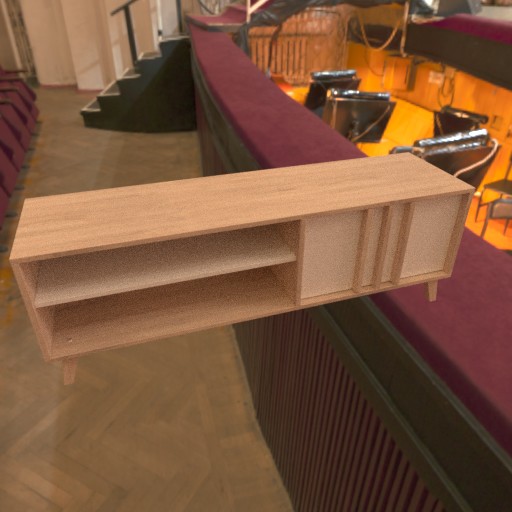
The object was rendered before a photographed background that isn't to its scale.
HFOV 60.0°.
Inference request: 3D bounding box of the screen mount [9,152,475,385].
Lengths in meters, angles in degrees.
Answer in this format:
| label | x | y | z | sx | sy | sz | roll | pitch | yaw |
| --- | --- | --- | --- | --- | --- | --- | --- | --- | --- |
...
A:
| label | x | y | z | sx | sy | sz | roll | pitch | yaw |
| --- | --- | --- | --- | --- | --- | --- | --- | --- | --- |
| screen mount | 0.000 | 0.000 | 1.661 | 1.500 | 0.510 | 0.400 | -10 | 33 | -15 |
